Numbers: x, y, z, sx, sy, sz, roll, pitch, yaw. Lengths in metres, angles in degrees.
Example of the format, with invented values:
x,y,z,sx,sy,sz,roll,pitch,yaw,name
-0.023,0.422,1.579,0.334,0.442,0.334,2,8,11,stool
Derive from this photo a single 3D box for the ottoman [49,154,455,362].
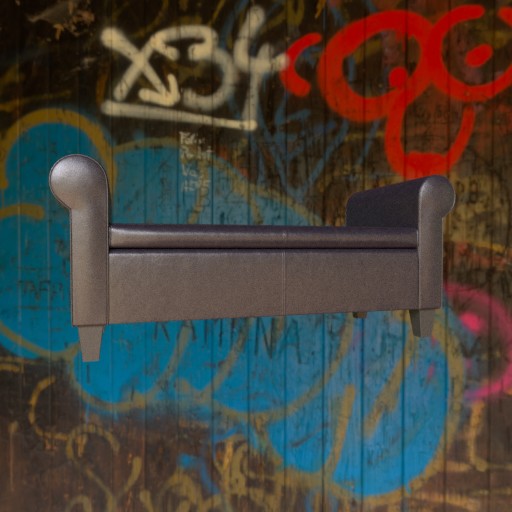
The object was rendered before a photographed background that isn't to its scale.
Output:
x,y,z,sx,sy,sz,roll,pitch,yaw,name
0.000,0.000,1.553,1.256,0.547,0.521,0,1,-17,ottoman
